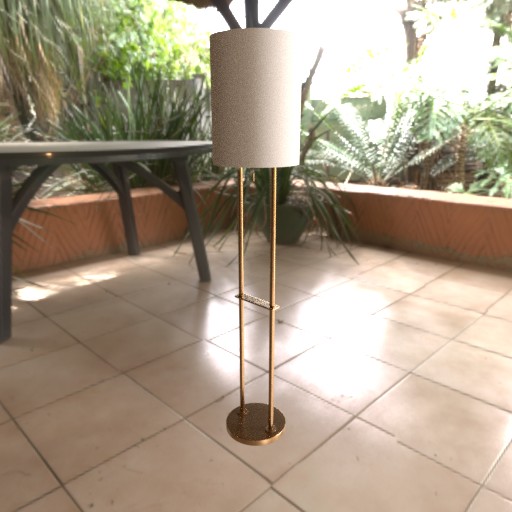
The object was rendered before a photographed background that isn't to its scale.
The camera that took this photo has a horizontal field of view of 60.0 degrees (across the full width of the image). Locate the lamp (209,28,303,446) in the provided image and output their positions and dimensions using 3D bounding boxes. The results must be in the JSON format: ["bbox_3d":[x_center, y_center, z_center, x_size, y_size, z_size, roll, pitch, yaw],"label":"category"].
[{"bbox_3d":[0.000,0.000,1.671,0.306,1.500,0.305,15,22,42],"label":"lamp"}]
